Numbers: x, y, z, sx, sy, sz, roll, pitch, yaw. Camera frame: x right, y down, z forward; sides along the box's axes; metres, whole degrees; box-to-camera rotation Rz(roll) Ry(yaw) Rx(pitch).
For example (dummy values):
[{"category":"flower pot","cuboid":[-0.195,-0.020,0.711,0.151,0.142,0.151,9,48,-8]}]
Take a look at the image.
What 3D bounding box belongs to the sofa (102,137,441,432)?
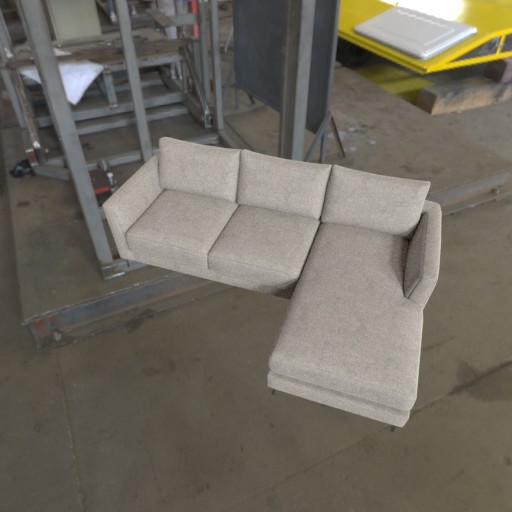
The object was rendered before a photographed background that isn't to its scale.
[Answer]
[{"category":"sofa","cuboid":[0.000,0.000,3.206,2.438,0.864,1.626,13,44,14]}]
